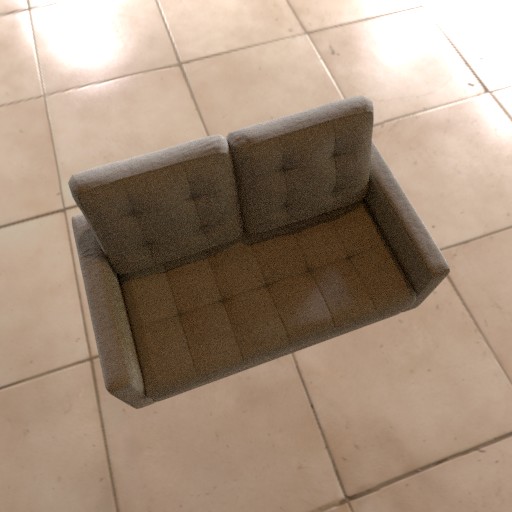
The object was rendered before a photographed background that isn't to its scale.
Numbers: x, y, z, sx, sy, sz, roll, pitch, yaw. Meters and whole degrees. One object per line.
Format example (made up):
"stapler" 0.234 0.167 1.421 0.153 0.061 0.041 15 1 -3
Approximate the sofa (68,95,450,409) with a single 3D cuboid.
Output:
"sofa" 0.000 0.000 1.933 1.407 0.907 0.842 -18 65 -9
